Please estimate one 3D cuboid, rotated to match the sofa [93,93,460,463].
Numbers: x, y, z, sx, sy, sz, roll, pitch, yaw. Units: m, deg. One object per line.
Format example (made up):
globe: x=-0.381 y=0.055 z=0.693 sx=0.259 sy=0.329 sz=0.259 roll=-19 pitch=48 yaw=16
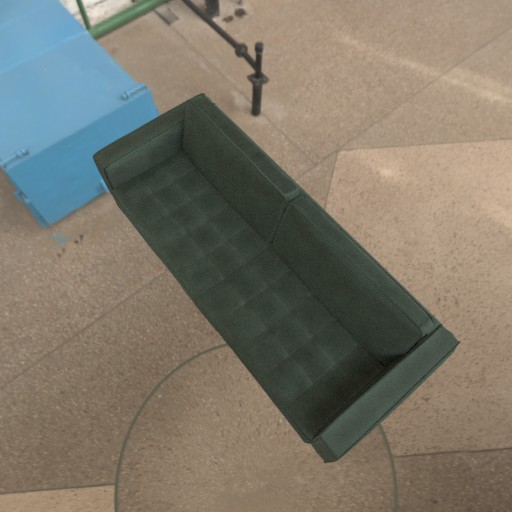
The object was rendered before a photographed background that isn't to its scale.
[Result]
sofa: x=0.000 y=0.000 z=2.616 sx=0.886 sy=0.781 sz=2.214 roll=-36 pitch=69 yaw=-16
